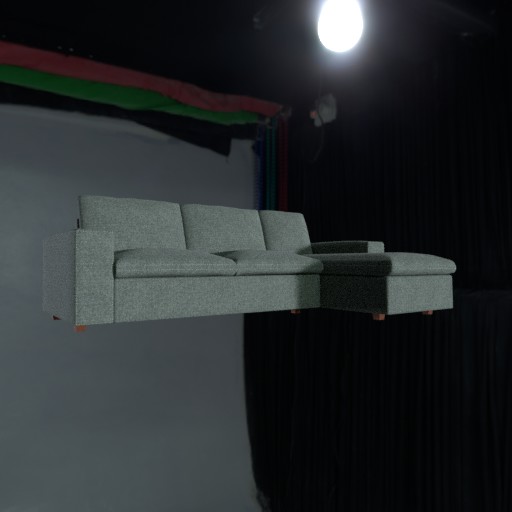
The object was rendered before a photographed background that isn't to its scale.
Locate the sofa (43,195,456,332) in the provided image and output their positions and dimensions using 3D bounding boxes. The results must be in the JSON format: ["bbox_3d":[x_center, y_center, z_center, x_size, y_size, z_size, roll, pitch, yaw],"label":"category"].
[{"bbox_3d":[0.000,0.000,3.415,2.718,0.940,1.689,1,-1,-35],"label":"sofa"}]
